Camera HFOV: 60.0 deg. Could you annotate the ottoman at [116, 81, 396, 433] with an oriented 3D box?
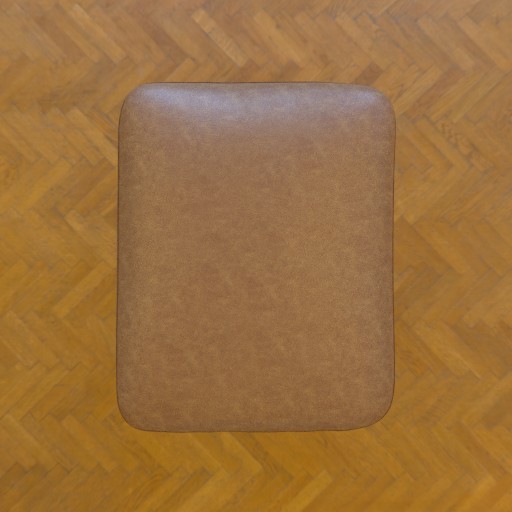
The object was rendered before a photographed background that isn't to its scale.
[{"bbox_3d":[0.000,0.000,1.105,0.593,0.478,0.747,0,90,0],"label":"ottoman"}]
